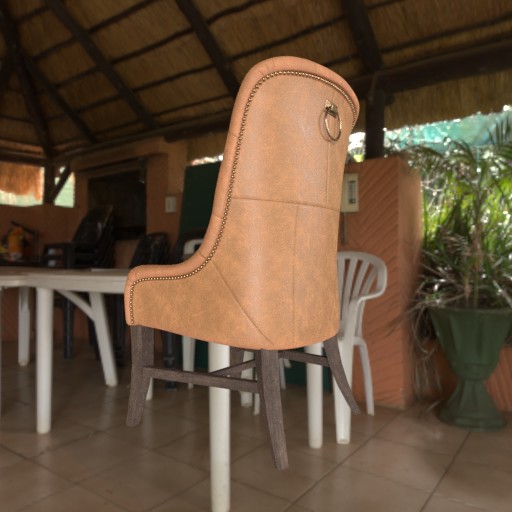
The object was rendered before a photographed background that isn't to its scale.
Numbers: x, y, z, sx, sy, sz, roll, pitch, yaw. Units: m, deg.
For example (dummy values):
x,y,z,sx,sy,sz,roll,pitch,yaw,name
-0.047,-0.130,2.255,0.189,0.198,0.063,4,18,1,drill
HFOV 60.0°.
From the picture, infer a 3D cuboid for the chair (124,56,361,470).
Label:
x,y,z,sx,sy,sz,roll,pitch,yaw,name
0.000,0.000,1.491,0.629,1.091,0.634,-1,-1,35,chair
